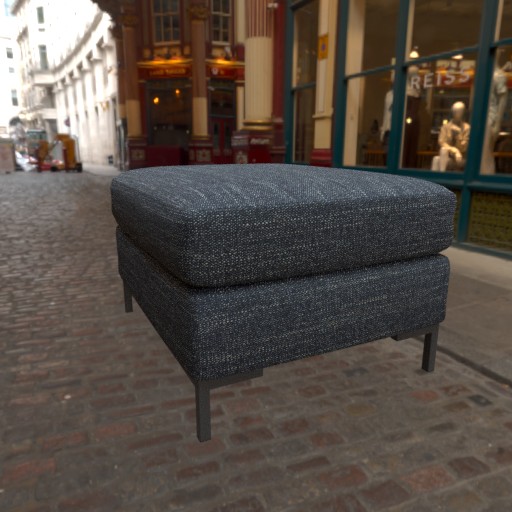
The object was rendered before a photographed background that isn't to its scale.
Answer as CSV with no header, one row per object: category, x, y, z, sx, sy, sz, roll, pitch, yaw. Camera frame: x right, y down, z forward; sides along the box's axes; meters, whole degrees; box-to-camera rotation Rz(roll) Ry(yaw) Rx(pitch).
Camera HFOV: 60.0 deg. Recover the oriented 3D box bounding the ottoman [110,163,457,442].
ottoman,0.000,0.000,1.250,0.667,0.491,0.814,-7,16,-26
